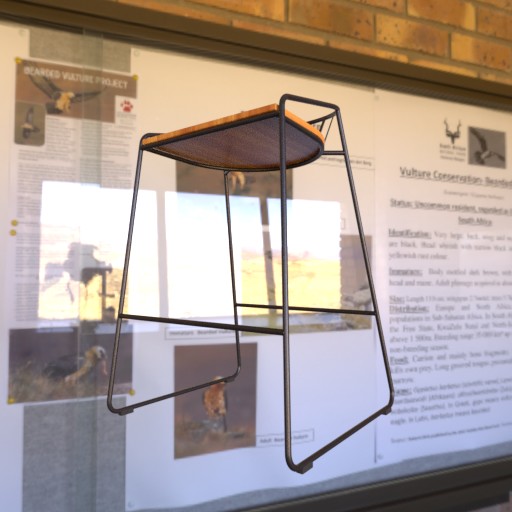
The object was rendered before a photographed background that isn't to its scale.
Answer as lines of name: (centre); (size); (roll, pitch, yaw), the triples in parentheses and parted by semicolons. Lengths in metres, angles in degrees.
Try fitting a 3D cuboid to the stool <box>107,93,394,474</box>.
stool: (0.000, 0.000, 1.154); (0.546, 0.812, 0.521); (-1, -2, 37)
